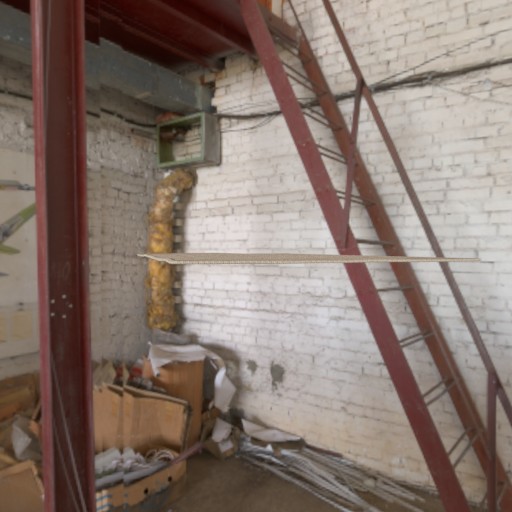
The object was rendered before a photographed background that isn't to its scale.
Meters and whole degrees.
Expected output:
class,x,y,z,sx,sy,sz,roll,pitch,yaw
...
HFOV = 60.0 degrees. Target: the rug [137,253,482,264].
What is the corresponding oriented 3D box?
class,x,y,z,sx,sy,sz,roll,pitch,yaw
rug,0.000,0.000,1.069,0.511,0.008,0.869,0,1,-18
